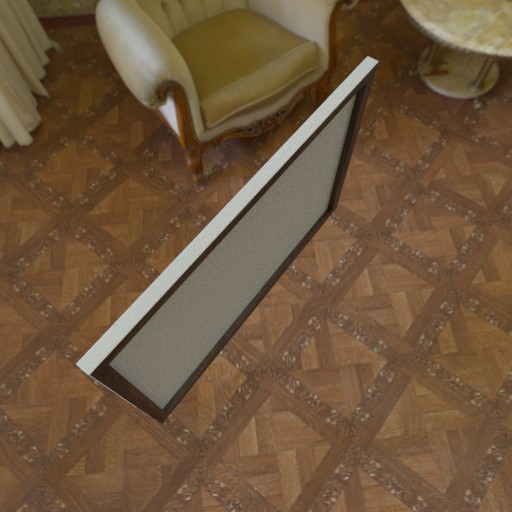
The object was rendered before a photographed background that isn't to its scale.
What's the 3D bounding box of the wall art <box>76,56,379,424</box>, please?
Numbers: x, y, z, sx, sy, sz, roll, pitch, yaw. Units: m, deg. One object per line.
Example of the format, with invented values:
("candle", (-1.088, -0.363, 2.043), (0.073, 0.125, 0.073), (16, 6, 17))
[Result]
("wall art", (0.000, 0.000, 1.902), (0.051, 1.016, 1.520), (34, 67, 16))
